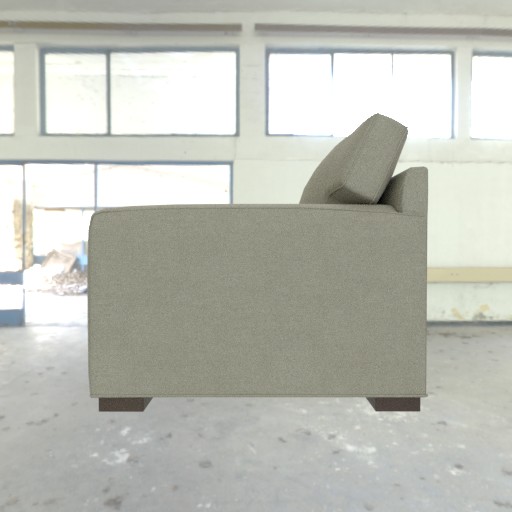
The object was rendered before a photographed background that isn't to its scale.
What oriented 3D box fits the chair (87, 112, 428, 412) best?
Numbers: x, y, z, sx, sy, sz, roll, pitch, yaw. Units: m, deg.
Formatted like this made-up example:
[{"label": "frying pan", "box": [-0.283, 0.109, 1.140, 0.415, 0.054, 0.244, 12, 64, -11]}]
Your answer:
[{"label": "chair", "box": [0.000, 0.000, 1.824, 1.044, 0.934, 0.999, 0, 1, 0]}]
